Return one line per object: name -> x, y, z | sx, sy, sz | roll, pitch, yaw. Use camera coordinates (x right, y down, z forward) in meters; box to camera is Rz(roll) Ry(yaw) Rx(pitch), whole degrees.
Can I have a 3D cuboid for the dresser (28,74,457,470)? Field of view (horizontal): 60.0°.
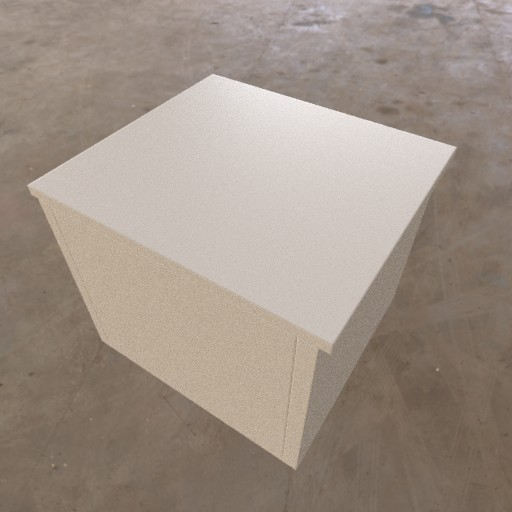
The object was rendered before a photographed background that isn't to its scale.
dresser -> 0.000, 0.000, 0.724 | 0.430, 0.360, 0.400 | 25, 51, 22
